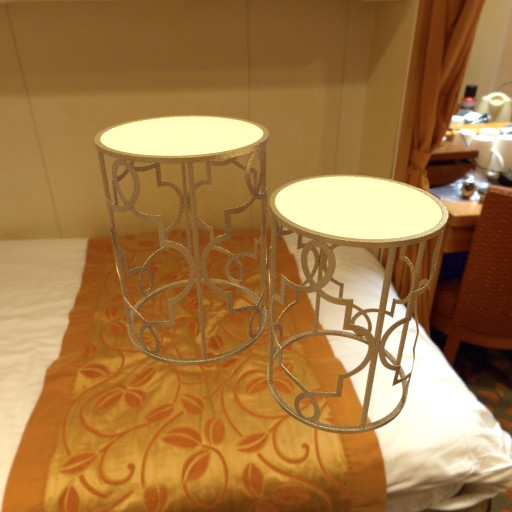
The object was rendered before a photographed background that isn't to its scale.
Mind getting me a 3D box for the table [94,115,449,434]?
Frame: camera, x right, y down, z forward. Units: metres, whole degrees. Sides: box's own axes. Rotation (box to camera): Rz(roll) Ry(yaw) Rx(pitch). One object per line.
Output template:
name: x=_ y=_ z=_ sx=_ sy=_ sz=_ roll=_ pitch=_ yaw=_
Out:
table: x=0.000 y=0.000 z=1.126 sx=0.846 sy=0.564 sz=0.420 roll=18 pitch=34 yaw=29
